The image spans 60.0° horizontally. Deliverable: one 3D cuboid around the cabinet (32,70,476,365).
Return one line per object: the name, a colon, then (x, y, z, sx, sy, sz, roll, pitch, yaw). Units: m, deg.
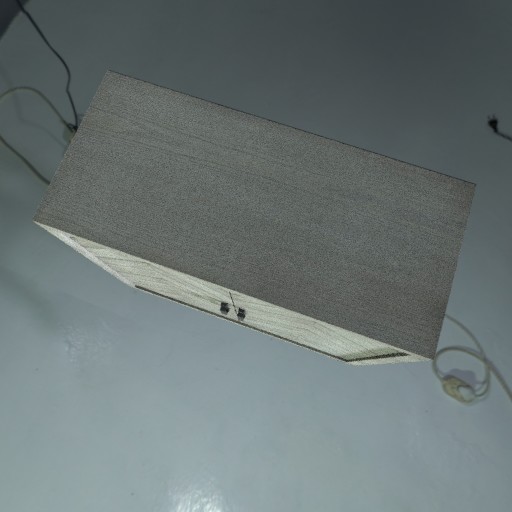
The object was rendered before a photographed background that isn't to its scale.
cabinet: (0.000, 0.000, 1.231, 0.781, 0.787, 0.370, 19, 76, 5)
